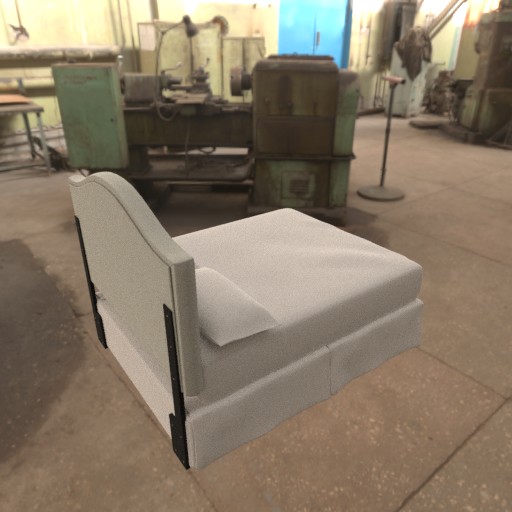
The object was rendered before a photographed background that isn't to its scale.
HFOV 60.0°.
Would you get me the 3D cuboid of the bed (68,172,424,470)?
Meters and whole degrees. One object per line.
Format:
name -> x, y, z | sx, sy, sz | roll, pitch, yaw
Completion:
bed -> 0.000, 0.000, 3.445 | 2.180, 1.607, 1.813 | -18, 31, -32
